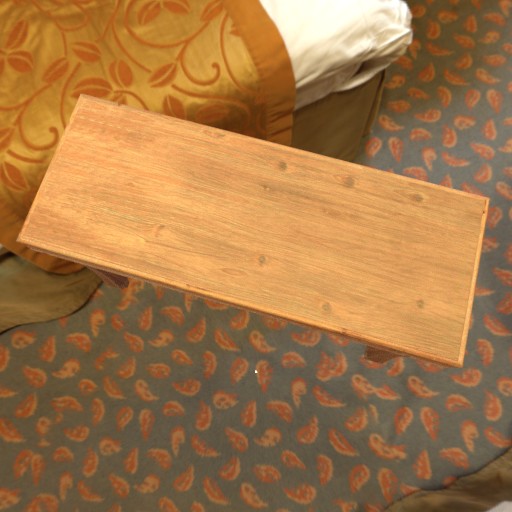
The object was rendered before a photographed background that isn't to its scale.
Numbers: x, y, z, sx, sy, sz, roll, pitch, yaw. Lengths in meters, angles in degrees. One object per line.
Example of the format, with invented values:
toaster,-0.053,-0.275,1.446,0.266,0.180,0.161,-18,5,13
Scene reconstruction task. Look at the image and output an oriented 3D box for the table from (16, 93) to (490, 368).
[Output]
table,0.000,0.000,1.748,1.330,0.873,0.522,15,76,4
